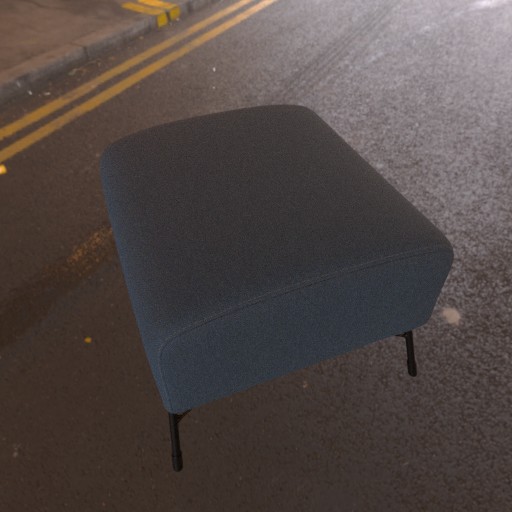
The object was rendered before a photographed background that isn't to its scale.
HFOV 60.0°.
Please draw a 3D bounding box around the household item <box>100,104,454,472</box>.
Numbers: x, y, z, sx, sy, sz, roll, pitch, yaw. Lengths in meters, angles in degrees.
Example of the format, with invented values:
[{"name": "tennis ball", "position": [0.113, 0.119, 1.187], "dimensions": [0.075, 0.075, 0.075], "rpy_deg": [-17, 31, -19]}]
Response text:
[{"name": "household item", "position": [0.000, 0.000, 0.896], "dimensions": [0.530, 0.420, 0.530], "rpy_deg": [-16, 47, -15]}]
